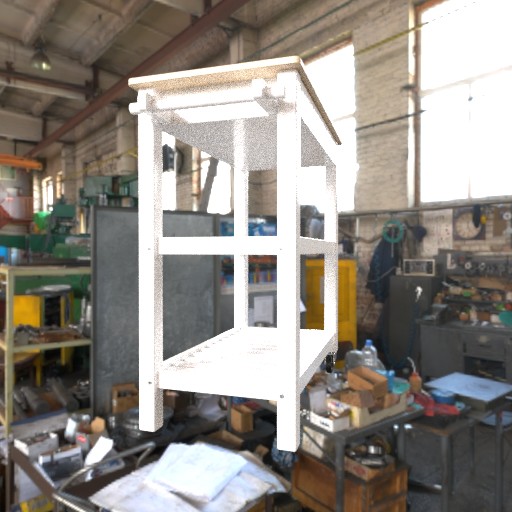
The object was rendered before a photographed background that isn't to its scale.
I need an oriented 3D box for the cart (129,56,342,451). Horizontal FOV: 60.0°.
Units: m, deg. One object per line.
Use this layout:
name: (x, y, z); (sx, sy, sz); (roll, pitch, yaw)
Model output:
cart: (0.000, 0.000, 1.456); (0.457, 0.927, 0.899); (0, 1, 18)
